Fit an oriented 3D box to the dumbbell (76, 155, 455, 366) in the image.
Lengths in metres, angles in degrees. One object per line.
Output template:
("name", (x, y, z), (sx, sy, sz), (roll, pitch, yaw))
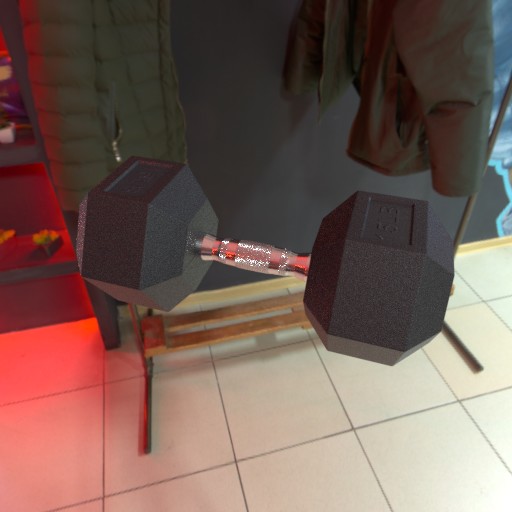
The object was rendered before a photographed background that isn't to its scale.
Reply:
("dumbbell", (0.000, 0.000, 0.342), (0.271, 0.106, 0.122), (11, 40, 14))
